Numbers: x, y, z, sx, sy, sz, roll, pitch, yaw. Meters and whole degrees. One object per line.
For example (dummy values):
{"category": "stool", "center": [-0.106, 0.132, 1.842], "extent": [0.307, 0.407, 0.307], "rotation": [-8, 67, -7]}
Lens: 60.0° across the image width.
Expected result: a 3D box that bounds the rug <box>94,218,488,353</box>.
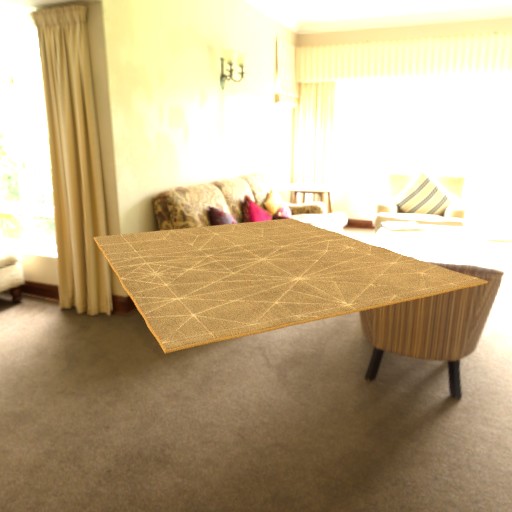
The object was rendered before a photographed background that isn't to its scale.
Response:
{"category": "rug", "center": [0.000, 0.000, 0.895], "extent": [0.548, 0.006, 0.639], "rotation": [-8, 17, -25]}
